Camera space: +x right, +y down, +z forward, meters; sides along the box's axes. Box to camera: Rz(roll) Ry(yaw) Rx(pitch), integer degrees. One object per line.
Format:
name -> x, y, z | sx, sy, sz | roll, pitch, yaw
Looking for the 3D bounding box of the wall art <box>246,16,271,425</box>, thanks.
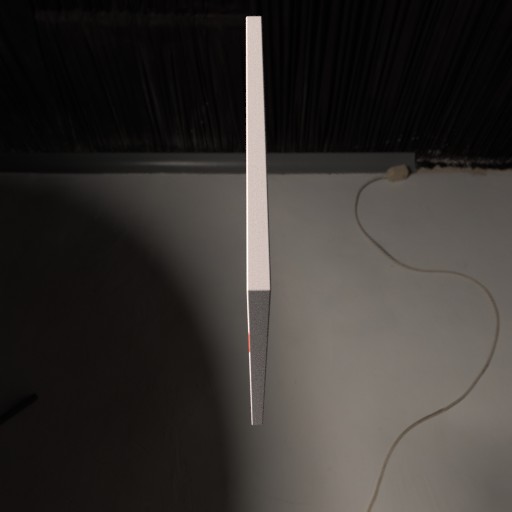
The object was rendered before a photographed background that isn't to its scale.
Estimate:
wall art -> 0.000, 0.000, 1.589 | 0.046, 1.221, 0.914 | -1, 58, 0
